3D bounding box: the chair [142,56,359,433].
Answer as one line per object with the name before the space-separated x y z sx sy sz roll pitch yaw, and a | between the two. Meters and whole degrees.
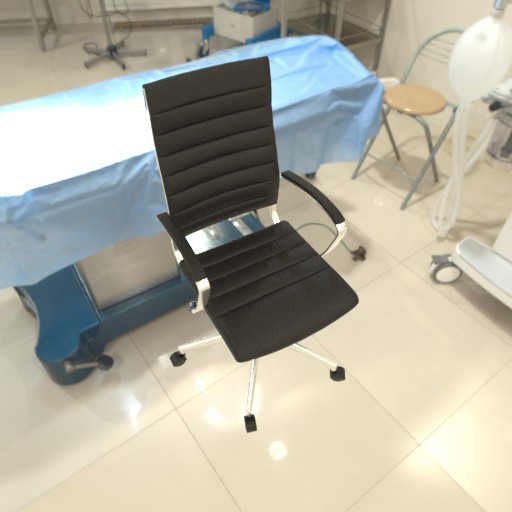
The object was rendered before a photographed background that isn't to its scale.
chair | 0.000 0.000 1.633 0.766 1.149 0.739 -22 50 -20
